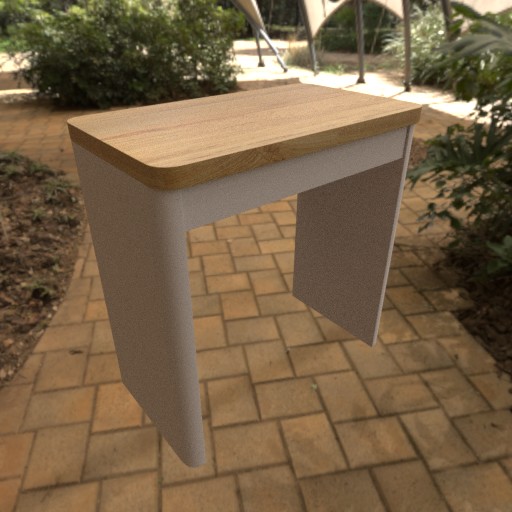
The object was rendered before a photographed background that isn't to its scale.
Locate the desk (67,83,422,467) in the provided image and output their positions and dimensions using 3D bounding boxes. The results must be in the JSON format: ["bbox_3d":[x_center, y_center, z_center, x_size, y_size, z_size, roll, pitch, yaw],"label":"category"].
[{"bbox_3d":[0.000,0.000,1.246,0.760,0.790,0.440,-23,37,-33],"label":"desk"}]
